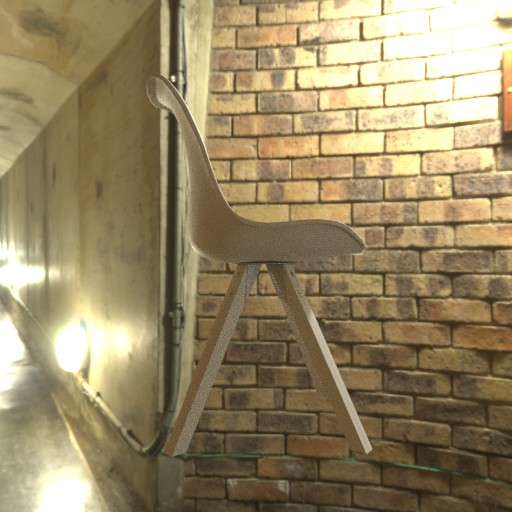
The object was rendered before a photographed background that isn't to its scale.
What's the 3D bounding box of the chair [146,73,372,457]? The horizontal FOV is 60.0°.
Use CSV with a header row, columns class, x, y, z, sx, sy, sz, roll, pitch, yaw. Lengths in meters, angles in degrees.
class,x,y,z,sx,sy,sz,roll,pitch,yaw
chair,0.000,0.000,1.156,0.550,0.850,0.485,0,0,-2
